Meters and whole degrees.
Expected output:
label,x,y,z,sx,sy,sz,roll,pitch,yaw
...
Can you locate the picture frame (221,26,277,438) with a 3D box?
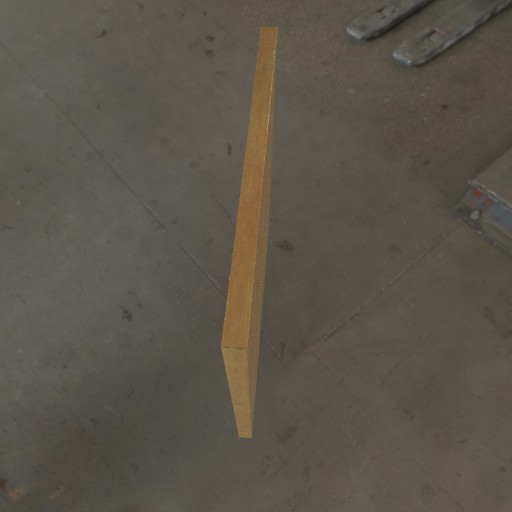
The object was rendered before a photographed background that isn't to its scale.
label,x,y,z,sx,sy,sz,roll,pitch,yaw
picture frame,0.000,0.000,1.137,0.037,0.761,0.758,4,59,2
